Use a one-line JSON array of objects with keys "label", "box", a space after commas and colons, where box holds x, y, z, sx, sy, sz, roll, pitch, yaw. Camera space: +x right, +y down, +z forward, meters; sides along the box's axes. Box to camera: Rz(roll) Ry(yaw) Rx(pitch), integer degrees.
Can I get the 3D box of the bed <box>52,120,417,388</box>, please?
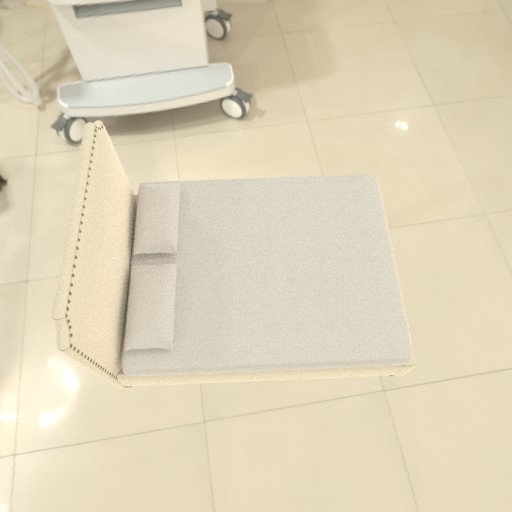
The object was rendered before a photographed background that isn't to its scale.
[{"label": "bed", "box": [0.000, 0.000, 3.435, 2.372, 1.497, 1.712, -2, 63, -1]}]
